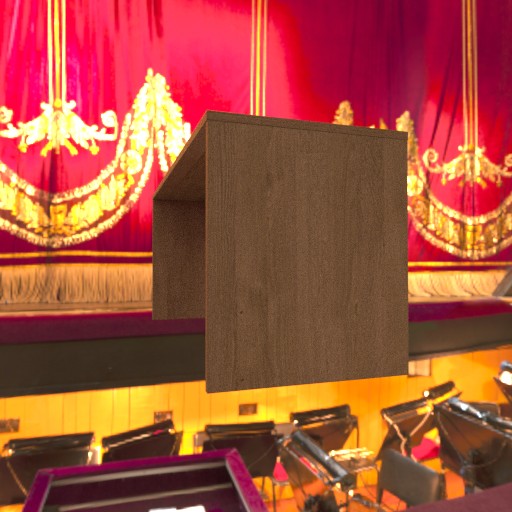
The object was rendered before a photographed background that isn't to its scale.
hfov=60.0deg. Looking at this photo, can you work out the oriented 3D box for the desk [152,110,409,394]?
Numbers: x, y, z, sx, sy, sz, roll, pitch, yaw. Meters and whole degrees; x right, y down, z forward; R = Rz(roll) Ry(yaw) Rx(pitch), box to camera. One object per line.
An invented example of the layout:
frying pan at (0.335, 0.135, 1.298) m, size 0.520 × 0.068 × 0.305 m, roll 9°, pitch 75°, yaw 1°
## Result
desk at (0.000, 0.000, 2.056) m, size 0.802 × 0.752 × 1.600 m, roll 0°, pitch -1°, yaw -18°
